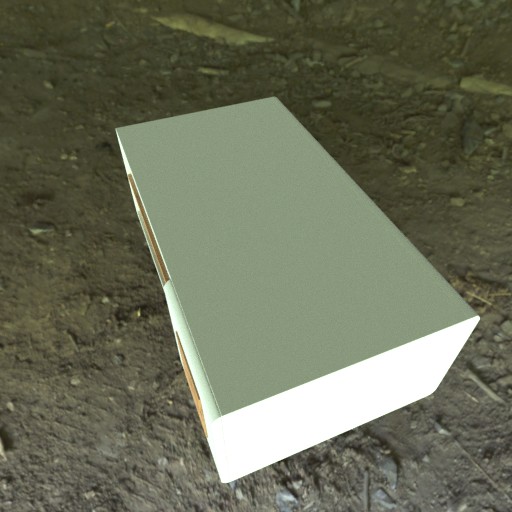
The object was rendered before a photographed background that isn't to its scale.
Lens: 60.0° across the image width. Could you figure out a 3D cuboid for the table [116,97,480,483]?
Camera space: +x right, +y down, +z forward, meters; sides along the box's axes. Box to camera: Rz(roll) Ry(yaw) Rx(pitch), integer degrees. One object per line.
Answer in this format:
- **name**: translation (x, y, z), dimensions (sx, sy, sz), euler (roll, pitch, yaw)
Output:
- **table**: translation (0.000, 0.000, 1.407), dimensions (0.639, 0.442, 1.097), euler (-17, 49, -15)
